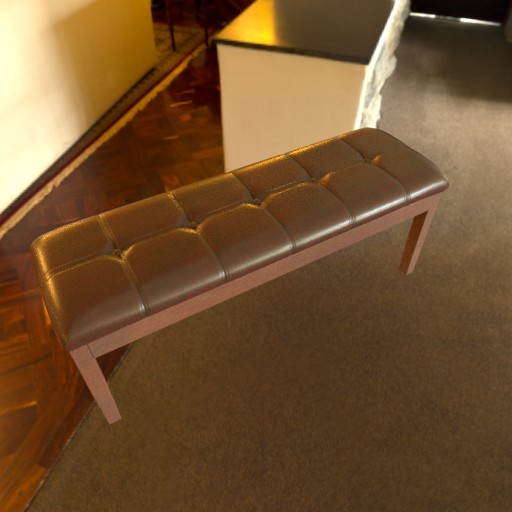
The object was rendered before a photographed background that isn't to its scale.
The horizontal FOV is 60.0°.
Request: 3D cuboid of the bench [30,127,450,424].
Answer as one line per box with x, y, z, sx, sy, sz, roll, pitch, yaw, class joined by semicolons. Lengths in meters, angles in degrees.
0.000;0.000;1.480;1.259;0.491;0.401;-23;49;-21;bench
